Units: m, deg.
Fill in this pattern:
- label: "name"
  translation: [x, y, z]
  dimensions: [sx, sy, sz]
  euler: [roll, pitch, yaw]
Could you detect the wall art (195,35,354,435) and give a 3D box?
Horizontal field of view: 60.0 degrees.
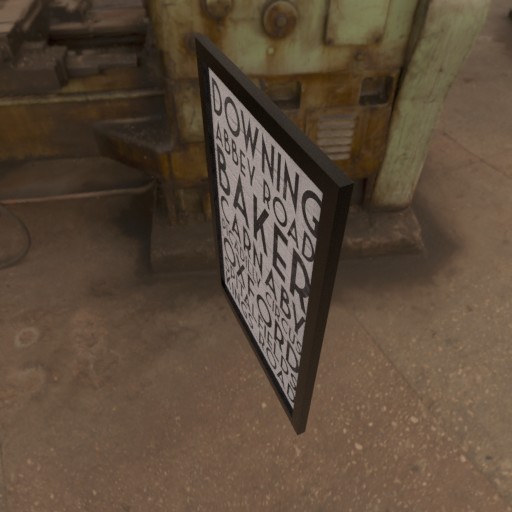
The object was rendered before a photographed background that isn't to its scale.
- label: "wall art"
  translation: [0.000, 0.000, 0.852]
  dimensions: [0.019, 0.656, 0.462]
  euler: [-18, 49, -17]
